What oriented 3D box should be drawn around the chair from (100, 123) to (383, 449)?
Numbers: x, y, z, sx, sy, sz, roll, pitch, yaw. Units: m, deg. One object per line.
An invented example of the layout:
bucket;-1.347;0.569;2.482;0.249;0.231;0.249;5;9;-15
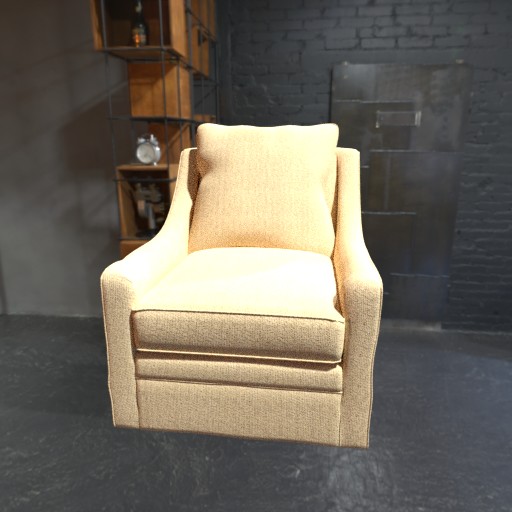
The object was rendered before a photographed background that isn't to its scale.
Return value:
chair;0.000;0.000;1.578;0.760;0.927;0.876;2;15;7
